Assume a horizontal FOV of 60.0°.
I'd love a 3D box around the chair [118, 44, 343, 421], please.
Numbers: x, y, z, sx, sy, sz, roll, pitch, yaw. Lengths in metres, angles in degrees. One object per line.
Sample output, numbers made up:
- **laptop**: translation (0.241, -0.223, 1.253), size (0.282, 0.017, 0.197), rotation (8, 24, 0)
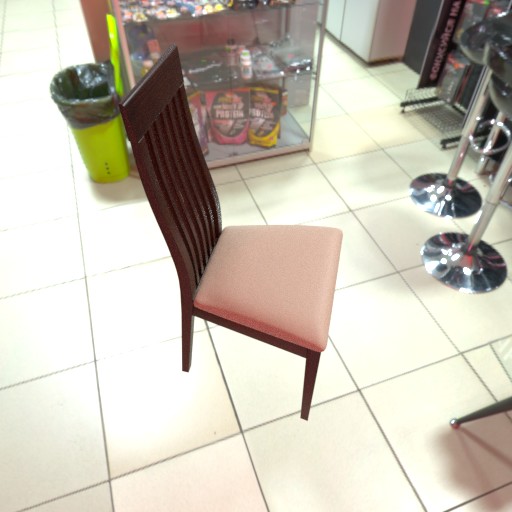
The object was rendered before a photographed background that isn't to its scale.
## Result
- **chair**: translation (0.000, 0.000, 1.271), size (0.474, 1.027, 0.460), rotation (10, 48, 9)
